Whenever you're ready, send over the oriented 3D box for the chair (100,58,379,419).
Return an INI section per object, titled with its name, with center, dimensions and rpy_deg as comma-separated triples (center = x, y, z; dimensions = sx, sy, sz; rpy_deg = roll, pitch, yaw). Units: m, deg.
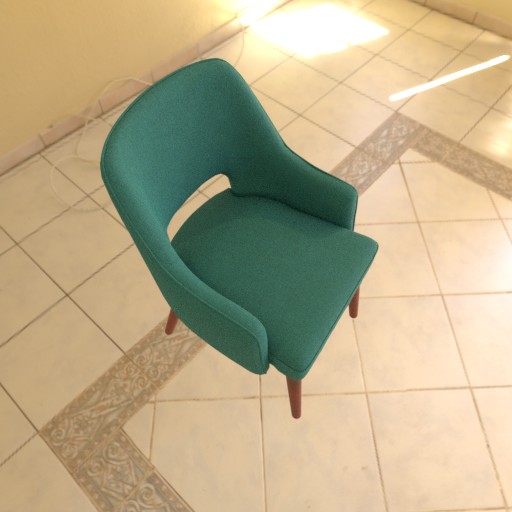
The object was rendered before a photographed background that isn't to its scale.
[chair]
center = 0.000, 0.000, 1.243
dimensions = 0.605, 0.849, 0.548
rpy_deg = 28, 62, 17
